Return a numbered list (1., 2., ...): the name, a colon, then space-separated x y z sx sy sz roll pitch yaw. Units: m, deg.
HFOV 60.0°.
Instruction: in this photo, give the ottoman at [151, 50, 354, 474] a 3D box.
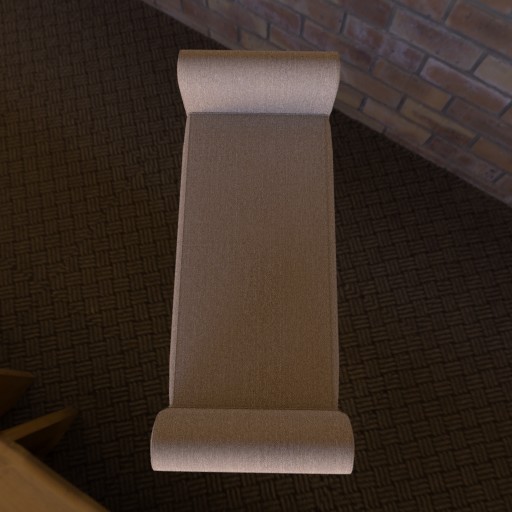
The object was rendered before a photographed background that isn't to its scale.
1. ottoman: 0.000 0.000 1.498 0.521 0.547 1.256 1 75 0
